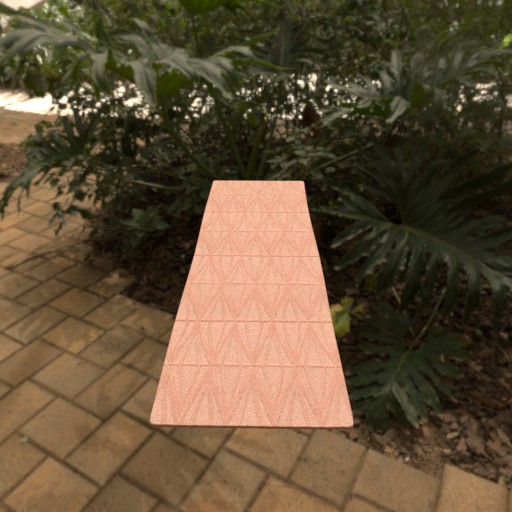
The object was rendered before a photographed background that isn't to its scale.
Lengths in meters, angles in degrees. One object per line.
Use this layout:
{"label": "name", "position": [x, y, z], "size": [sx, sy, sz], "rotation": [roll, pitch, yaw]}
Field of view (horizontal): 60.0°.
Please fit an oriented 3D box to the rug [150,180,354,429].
{"label": "rug", "position": [0.000, 0.000, 2.660], "size": [0.760, 0.015, 2.435], "rotation": [0, 31, 1]}
